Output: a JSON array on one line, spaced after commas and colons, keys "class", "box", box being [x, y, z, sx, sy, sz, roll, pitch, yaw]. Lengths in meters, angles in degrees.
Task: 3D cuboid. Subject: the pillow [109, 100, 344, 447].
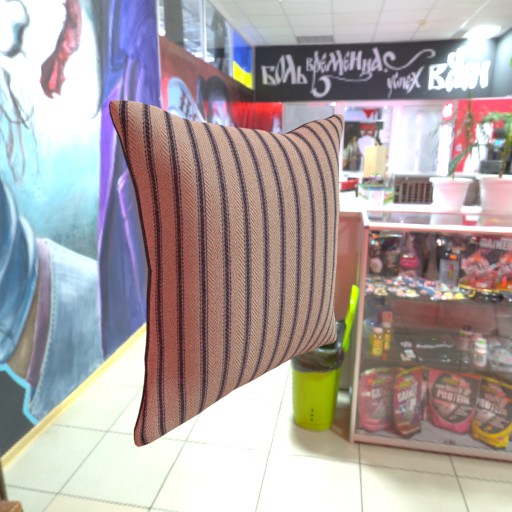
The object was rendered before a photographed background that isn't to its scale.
[{"class": "pillow", "box": [0.000, 0.000, 0.697, 0.138, 0.444, 0.468, 13, 19, 42]}]
